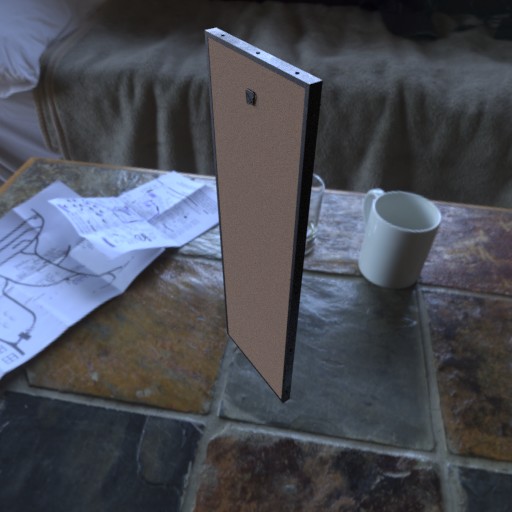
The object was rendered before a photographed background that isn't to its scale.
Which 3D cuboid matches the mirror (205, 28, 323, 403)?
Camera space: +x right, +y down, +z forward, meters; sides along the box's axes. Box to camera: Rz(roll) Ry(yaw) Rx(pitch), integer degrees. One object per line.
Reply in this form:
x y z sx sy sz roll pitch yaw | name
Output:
0.000 0.000 1.220 0.042 1.080 0.354 -26 49 -25 | mirror
